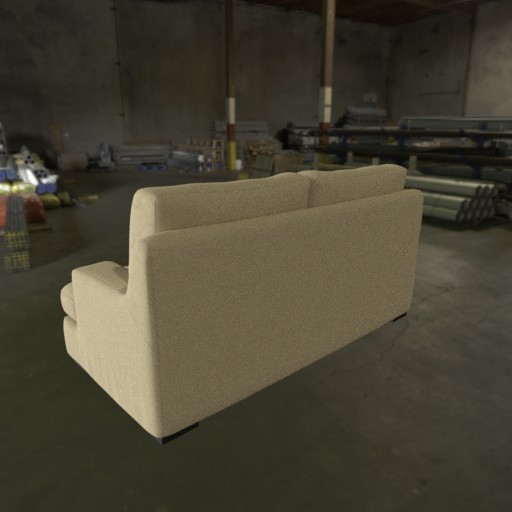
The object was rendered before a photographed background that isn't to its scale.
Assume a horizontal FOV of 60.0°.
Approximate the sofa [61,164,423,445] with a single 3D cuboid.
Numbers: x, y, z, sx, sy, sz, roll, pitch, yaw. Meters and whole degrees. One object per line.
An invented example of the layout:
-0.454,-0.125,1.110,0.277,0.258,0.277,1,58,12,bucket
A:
0.000,0.000,2.457,1.885,0.967,0.962,-14,21,-41,sofa
